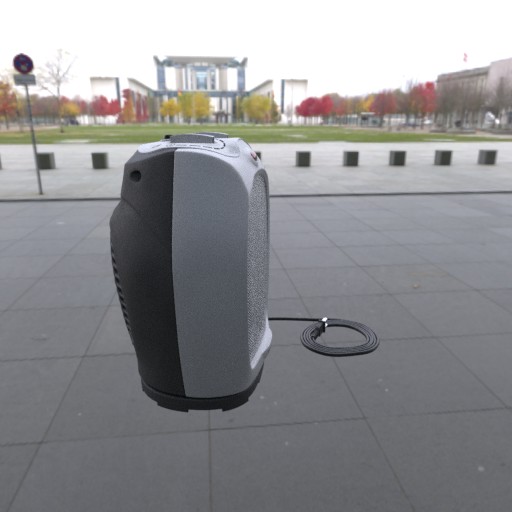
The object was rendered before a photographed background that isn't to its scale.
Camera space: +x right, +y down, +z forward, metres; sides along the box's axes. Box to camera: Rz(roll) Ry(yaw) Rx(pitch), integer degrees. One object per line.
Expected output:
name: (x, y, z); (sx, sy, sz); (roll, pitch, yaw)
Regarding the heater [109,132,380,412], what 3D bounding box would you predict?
heater: (0.000, 0.000, 0.474); (0.291, 0.255, 0.239); (3, 17, 8)
